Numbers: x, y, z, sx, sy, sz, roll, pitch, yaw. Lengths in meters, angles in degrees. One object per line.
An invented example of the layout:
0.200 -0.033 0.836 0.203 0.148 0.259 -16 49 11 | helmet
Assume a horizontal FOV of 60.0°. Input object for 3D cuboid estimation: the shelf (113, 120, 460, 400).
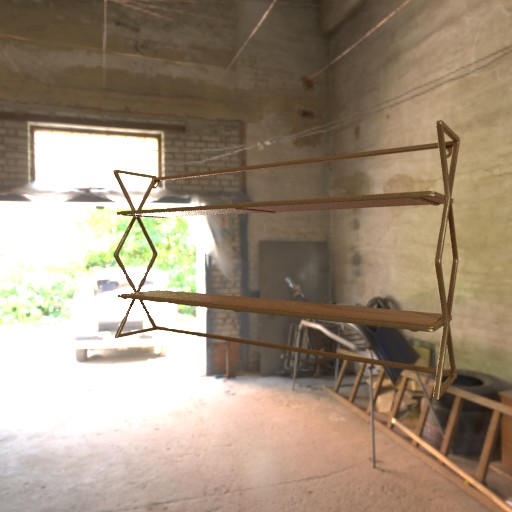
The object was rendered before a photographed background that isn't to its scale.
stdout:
0.000 0.000 1.005 0.822 0.450 0.150 1 2 35 | shelf
